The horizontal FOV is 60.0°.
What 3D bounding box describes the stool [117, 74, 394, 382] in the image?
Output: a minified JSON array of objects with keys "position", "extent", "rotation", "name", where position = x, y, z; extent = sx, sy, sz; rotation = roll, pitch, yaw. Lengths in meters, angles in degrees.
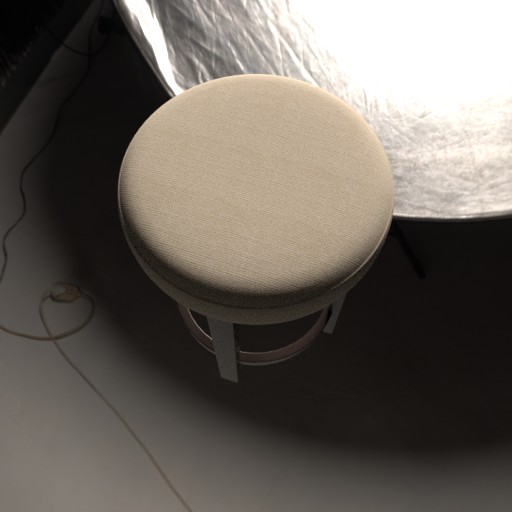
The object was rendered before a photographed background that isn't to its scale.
[{"position":[0.000,0.000,0.949],"extent":[0.449,0.655,0.449],"rotation":[0,66,0],"name":"stool"}]
